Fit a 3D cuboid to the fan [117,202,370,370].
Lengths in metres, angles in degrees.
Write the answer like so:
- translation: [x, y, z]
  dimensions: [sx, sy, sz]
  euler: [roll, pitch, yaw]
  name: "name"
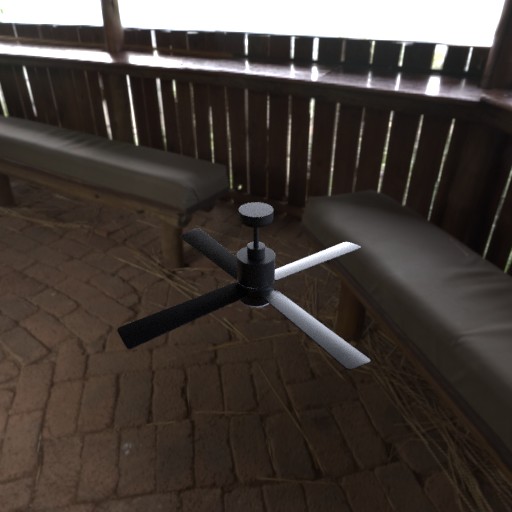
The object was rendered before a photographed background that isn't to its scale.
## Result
- translation: [0.000, 0.000, 2.328]
  dimensions: [1.525, 0.534, 1.525]
  euler: [-20, 36, -30]
  name: "fan"
